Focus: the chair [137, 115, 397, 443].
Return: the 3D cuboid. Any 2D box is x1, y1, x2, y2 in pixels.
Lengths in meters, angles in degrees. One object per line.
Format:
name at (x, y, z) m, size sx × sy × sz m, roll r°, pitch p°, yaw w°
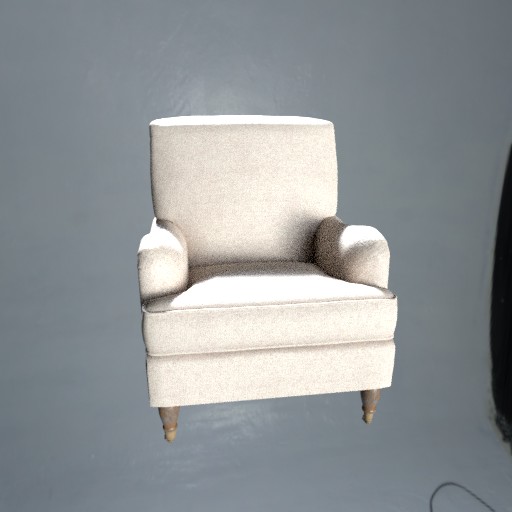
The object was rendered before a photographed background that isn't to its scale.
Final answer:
chair at (0.000, 0.000, 1.823) m, size 0.879 × 1.119 × 0.953 m, roll -2°, pitch 16°, yaw -8°
